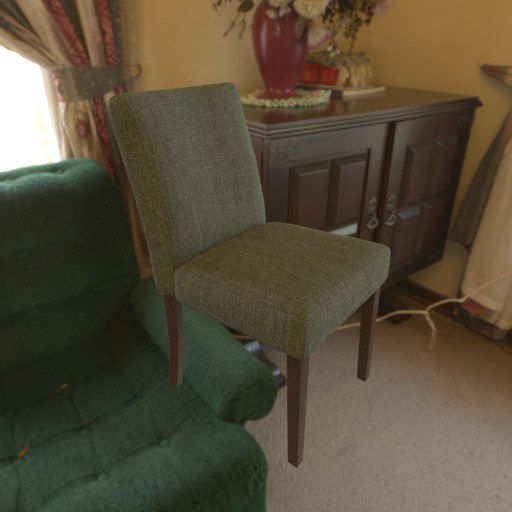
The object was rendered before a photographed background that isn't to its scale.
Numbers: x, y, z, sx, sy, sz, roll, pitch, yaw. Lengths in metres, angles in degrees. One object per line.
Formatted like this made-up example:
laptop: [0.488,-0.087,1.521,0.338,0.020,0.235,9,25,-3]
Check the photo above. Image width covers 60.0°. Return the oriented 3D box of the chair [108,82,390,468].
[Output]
chair: [0.000,0.000,1.277,0.629,0.884,0.487,19,32,33]
